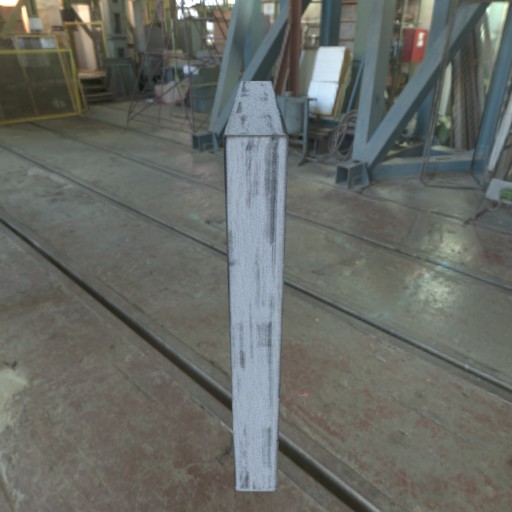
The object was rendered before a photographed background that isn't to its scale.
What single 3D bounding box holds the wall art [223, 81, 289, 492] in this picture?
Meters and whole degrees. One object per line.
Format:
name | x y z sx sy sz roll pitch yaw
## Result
wall art | 0.000 0.000 0.450 0.036 0.303 0.303 0 27 0
